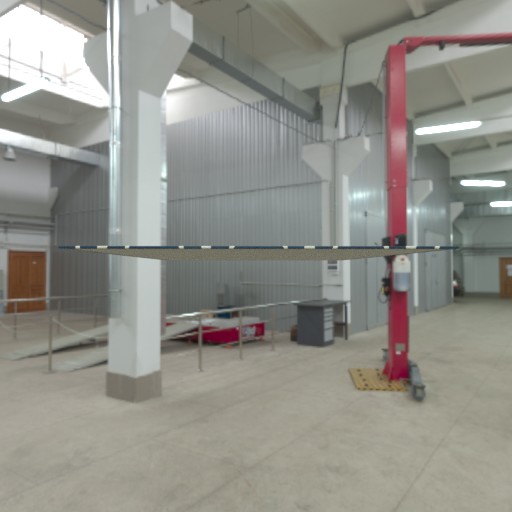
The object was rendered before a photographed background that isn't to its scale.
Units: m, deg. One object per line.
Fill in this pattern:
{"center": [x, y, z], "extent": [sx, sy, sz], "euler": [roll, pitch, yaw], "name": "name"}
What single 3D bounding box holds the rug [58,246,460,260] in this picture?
{"center": [0.000, 0.000, 2.737], "extent": [1.524, 0.010, 2.134], "euler": [0, -2, -1], "name": "rug"}
